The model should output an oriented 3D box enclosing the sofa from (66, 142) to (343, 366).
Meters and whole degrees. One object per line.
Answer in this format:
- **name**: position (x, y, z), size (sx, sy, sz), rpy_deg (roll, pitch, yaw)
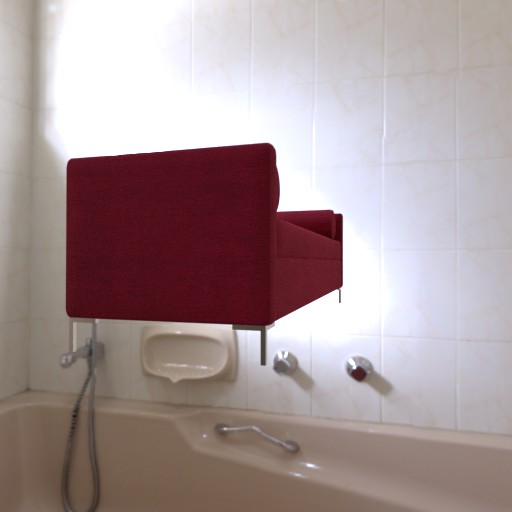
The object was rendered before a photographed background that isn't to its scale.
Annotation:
- **sofa**: position (0.000, 0.000, 2.263), size (0.686, 0.635, 1.981), rpy_deg (0, -1, 17)
